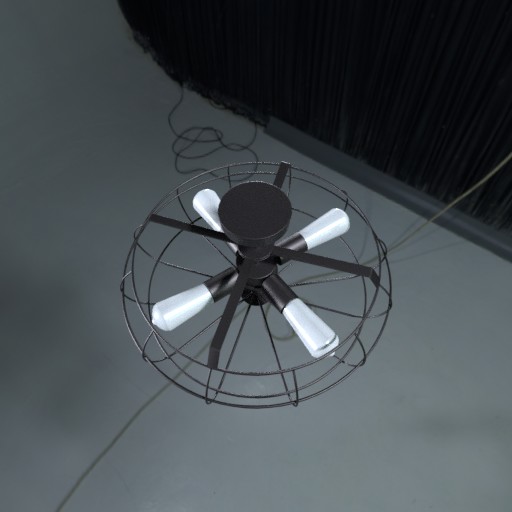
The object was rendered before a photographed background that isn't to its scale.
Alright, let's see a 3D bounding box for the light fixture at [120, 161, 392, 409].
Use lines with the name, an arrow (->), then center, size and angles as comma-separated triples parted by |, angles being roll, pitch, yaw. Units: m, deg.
light fixture -> 0.000, 0.000, 0.916 | 0.582, 0.311, 0.582 | 0, 57, 0
